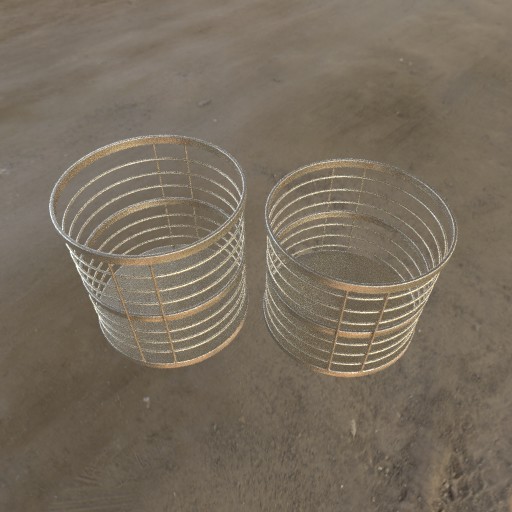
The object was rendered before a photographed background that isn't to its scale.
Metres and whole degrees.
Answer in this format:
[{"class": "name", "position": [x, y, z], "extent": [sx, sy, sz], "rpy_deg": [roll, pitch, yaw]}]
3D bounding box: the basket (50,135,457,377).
[{"class": "basket", "position": [0.000, 0.000, 0.939], "extent": [0.746, 0.351, 0.356], "rpy_deg": [2, 47, 2]}]
